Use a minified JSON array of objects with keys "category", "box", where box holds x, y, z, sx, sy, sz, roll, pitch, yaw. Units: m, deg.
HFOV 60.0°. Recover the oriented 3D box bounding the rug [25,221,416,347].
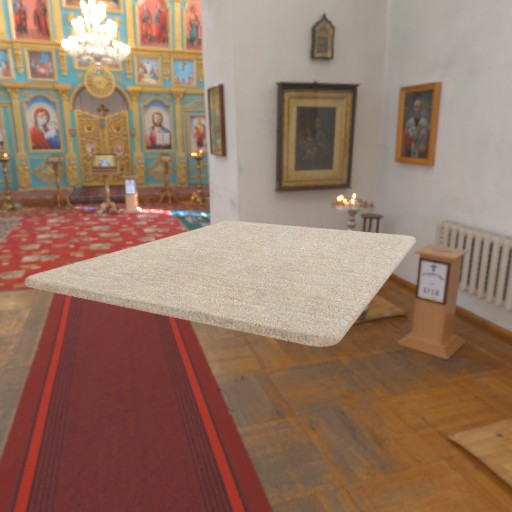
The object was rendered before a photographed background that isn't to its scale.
[{"category":"rug","box":[0.000,0.000,3.379,2.009,0.048,2.528,7,15,26]}]
